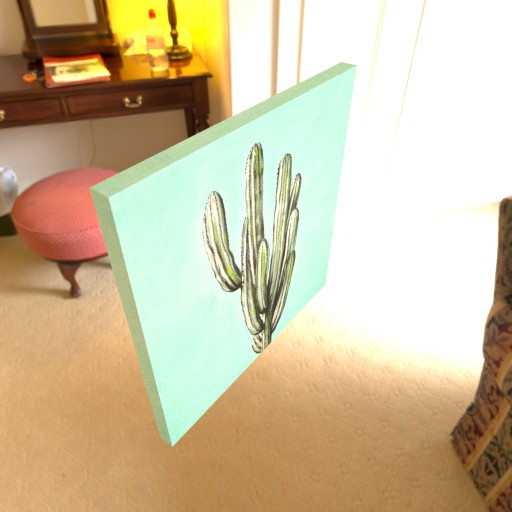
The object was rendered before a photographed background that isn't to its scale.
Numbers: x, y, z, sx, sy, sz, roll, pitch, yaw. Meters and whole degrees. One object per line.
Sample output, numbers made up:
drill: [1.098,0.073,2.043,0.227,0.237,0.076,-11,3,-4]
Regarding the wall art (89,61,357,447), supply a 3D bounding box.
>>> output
wall art: [0.000,0.000,0.897,0.036,0.603,0.603,27,47,28]
